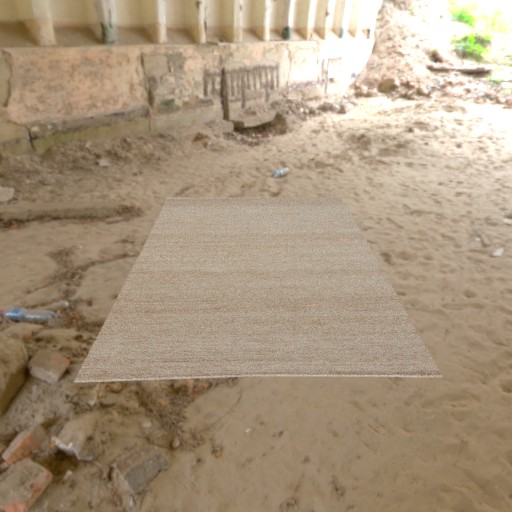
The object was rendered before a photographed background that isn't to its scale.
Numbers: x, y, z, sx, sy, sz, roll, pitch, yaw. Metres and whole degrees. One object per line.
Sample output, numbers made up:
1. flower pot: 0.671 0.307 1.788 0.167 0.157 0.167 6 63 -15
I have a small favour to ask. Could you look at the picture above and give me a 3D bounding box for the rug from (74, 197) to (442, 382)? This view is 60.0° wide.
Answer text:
1. rug: 0.000 0.000 2.928 1.574 0.029 2.346 0 27 -1
